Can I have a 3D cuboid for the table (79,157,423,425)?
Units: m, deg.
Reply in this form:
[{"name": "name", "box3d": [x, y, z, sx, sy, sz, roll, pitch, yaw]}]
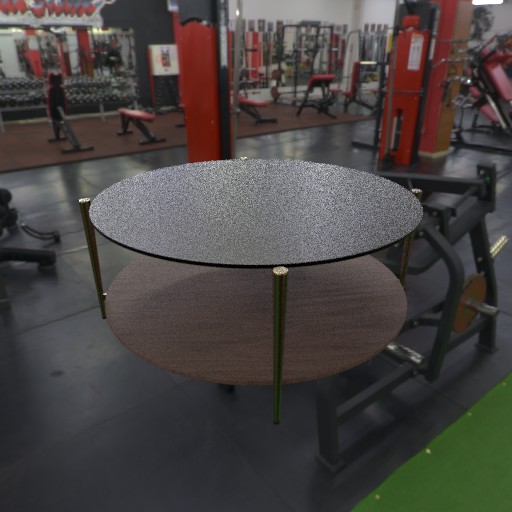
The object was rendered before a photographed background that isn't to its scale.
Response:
[{"name": "table", "box3d": [0.000, 0.000, 1.399, 0.938, 0.400, 0.938, -17, 30, -32]}]
